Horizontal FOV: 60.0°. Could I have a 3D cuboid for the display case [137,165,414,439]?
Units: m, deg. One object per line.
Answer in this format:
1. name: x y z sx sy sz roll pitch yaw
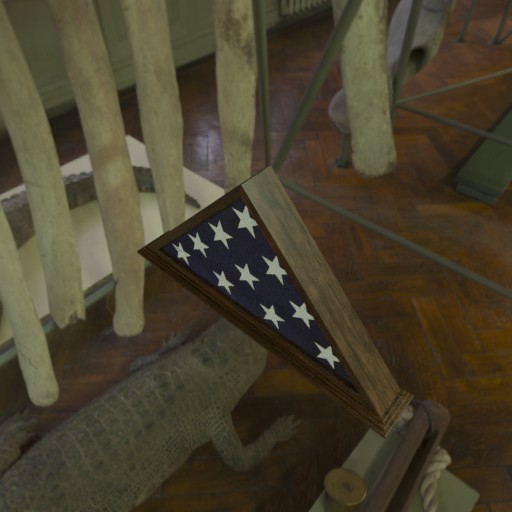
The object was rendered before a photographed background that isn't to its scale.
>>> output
1. display case: 0.000 0.000 0.768 0.640 0.340 0.095 32 54 28
